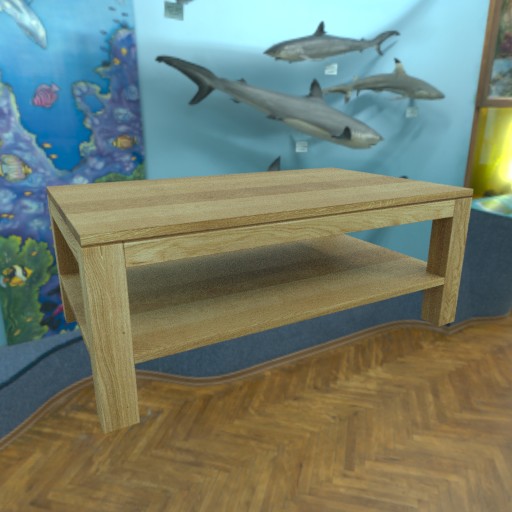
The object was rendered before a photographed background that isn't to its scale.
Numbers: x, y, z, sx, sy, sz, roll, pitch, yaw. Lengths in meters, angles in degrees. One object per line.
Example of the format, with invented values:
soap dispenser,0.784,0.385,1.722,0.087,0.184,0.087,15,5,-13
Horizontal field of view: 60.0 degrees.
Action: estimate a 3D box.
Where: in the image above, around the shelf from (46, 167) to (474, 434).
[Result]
shelf,0.000,0.000,1.461,1.150,0.450,0.700,-9,20,-28
